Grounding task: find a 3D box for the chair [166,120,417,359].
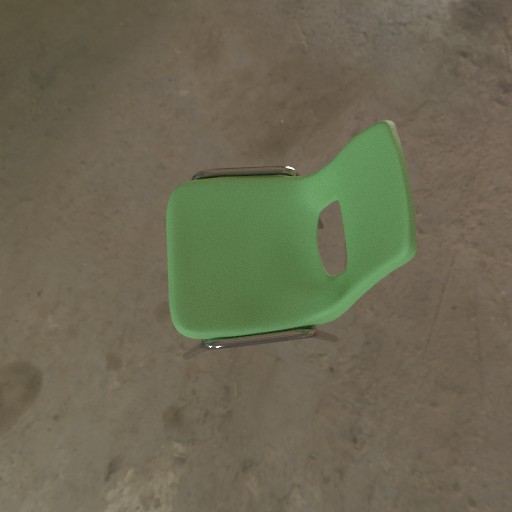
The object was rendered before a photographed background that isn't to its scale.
[{"bbox_3d":[0.000,0.000,0.948,0.436,0.704,0.381,-5,75,-1],"label":"chair"}]
